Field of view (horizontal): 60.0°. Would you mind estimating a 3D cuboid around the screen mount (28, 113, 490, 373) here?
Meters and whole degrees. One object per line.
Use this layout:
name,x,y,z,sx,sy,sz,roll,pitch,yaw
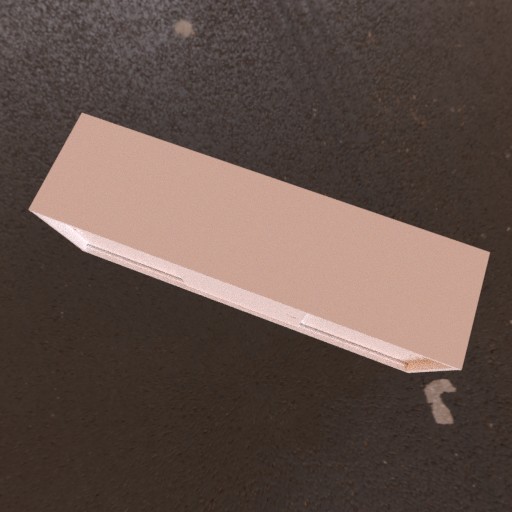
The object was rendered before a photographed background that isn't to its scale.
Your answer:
screen mount,0.000,0.000,1.772,1.490,0.619,0.400,20,75,6
